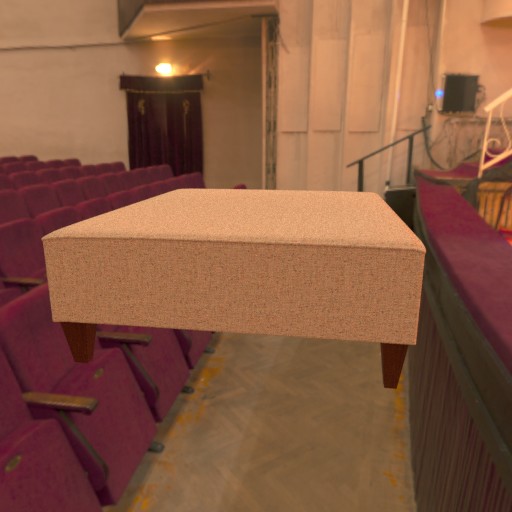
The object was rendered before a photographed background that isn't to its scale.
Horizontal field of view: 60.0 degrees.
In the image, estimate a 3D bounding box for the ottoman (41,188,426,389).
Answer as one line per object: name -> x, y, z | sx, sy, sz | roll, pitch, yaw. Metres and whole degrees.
ottoman -> 0.000, 0.000, 1.254 | 0.736, 0.303, 0.835 | 2, 15, 9
